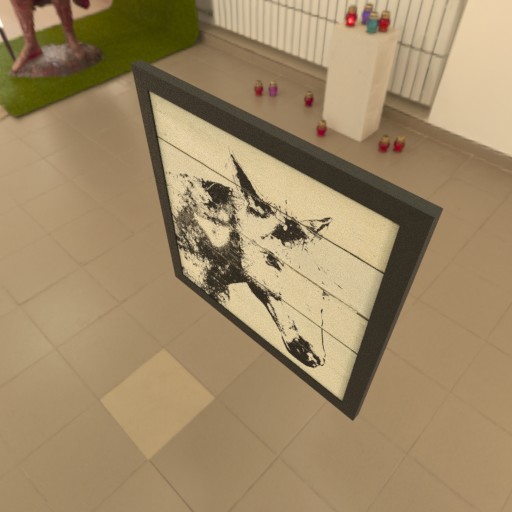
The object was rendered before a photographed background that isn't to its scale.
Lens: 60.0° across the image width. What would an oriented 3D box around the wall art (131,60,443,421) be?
[{"bbox_3d":[0.000,0.000,1.506,1.016,1.016,0.038,35,56,28],"label":"wall art"}]
